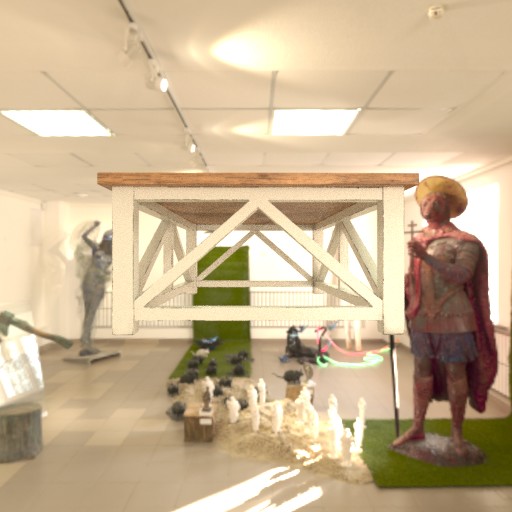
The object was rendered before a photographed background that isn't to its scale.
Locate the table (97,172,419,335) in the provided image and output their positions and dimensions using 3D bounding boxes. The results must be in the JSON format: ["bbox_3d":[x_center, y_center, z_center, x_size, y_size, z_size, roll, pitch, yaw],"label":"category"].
[{"bbox_3d":[0.000,0.000,1.798,0.800,0.410,1.400,0,0,-1],"label":"table"}]
